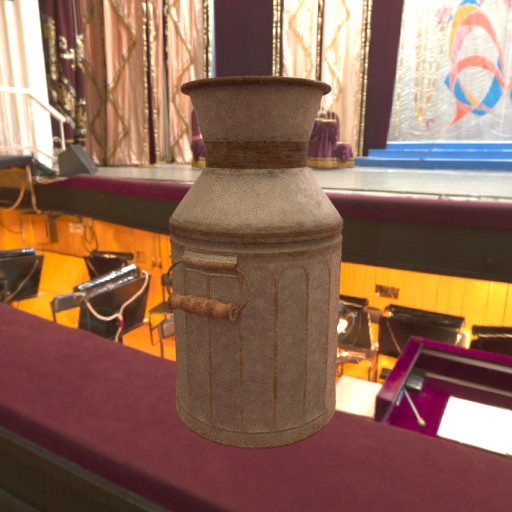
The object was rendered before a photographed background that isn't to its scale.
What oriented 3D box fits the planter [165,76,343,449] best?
[{"bbox_3d":[0.000,0.000,0.552,0.214,0.396,0.245,7,16,28],"label":"planter"}]
